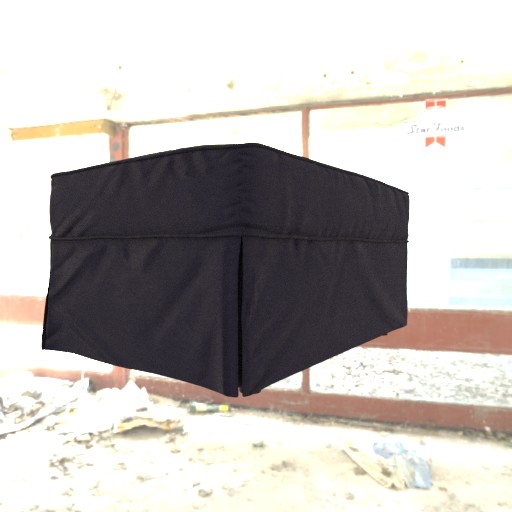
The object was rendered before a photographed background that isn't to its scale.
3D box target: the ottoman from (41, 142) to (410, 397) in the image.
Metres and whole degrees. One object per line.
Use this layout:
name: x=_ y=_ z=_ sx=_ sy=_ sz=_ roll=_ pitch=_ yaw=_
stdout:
ottoman: x=0.000 y=0.000 z=1.279 sx=0.637 sy=0.503 sz=0.938 roll=1 pitch=1 yaw=36
